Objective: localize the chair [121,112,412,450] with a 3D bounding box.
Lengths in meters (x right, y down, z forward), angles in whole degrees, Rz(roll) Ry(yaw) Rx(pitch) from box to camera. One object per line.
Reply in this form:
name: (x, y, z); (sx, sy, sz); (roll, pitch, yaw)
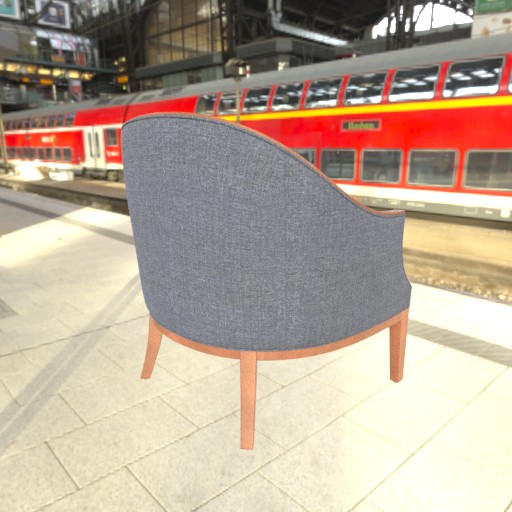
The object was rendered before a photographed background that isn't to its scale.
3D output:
chair: (0.000, 0.000, 1.470); (0.735, 0.876, 0.803); (-14, 20, -43)
